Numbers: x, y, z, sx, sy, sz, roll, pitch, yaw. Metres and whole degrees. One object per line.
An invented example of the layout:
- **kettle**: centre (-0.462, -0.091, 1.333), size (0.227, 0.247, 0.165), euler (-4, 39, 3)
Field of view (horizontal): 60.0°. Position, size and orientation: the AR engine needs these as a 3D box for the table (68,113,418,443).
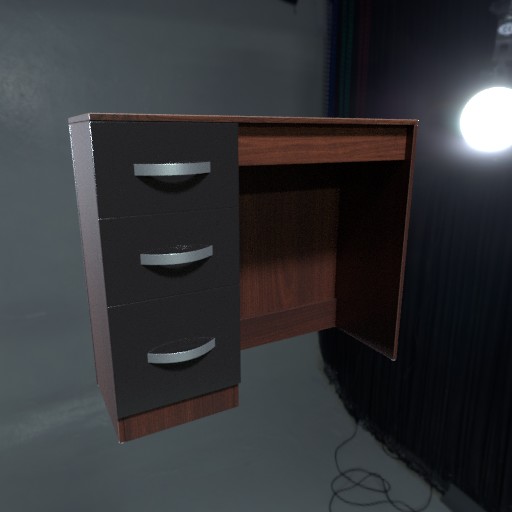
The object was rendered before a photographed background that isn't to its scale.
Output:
- **table**: centre (0.000, 0.000, 1.336), size (0.930, 0.790, 0.380), euler (-8, 17, -28)
